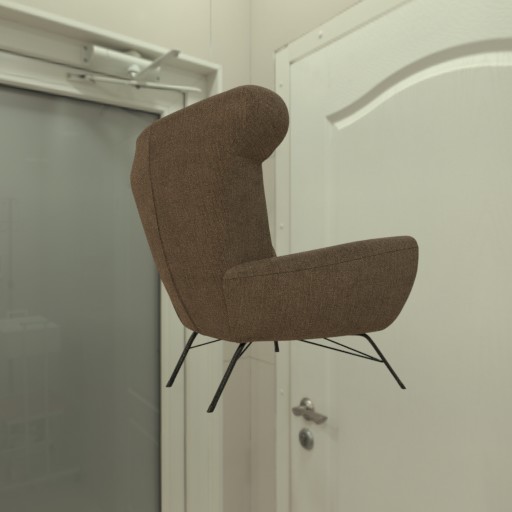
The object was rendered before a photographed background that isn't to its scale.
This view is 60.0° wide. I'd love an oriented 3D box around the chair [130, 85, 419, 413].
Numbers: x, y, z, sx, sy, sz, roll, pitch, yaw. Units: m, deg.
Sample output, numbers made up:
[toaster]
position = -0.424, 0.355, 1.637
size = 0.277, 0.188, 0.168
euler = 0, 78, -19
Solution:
[chair]
position = 0.000, 0.000, 1.791
size = 0.900, 1.040, 0.980
euler = 0, 1, -36
